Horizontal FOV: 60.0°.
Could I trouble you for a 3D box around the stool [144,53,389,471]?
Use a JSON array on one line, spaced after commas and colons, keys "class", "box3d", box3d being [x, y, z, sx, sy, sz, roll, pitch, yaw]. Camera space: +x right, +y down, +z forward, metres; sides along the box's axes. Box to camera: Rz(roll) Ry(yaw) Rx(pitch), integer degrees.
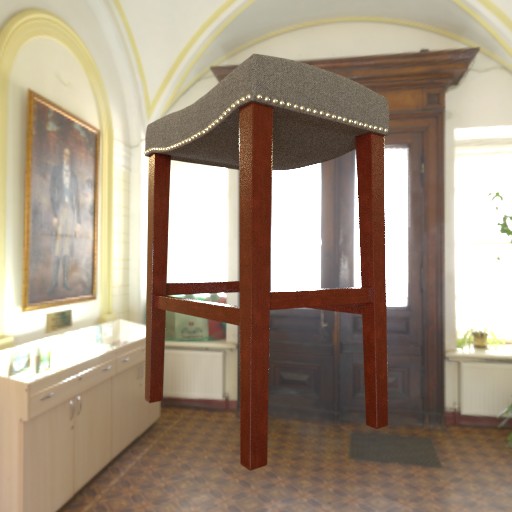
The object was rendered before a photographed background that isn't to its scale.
[{"class": "stool", "box3d": [0.000, 0.000, 1.057, 0.372, 0.742, 0.504, 1, -1, -35]}]
